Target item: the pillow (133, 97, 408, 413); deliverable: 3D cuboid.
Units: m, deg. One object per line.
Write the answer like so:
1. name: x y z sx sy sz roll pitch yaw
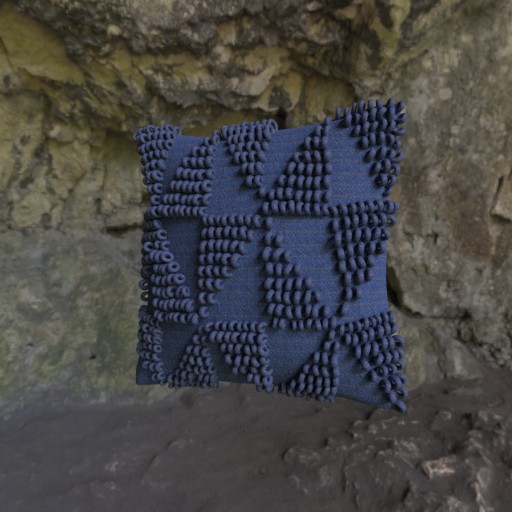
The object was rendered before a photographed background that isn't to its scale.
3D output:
1. pillow: 0.000 0.000 0.723 0.469 0.466 0.172 0 -1 19
